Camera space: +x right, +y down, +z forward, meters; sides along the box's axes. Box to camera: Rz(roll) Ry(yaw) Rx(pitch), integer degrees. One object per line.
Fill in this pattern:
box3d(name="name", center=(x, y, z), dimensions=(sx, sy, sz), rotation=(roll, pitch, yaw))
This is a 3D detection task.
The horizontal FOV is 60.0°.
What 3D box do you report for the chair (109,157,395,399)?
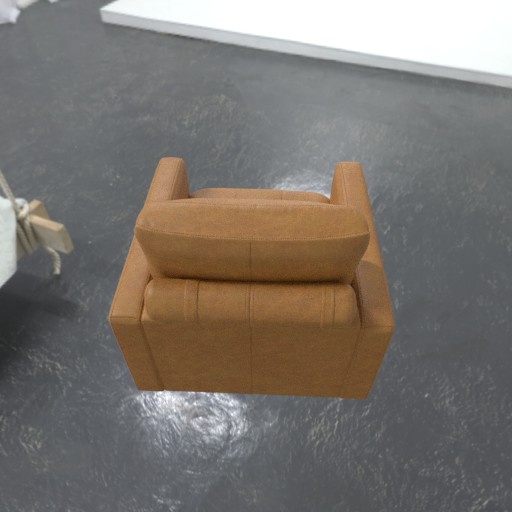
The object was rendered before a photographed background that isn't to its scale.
box3d(name="chair", center=(0.000, 0.000, 1.593), dimensions=(0.831, 0.896, 0.868), rotation=(2, 47, 2))
